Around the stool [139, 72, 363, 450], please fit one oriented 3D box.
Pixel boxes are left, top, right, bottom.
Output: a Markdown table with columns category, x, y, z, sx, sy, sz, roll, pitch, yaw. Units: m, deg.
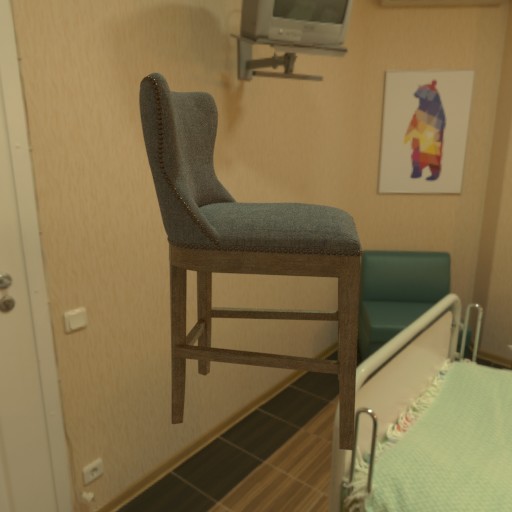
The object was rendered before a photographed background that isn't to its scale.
| category | x | y | z | sx | sy | sz | roll | pitch | yaw |
| --- | --- | --- | --- | --- | --- | --- | --- | --- | --- |
| stool | 0.000 | 0.000 | 1.335 | 0.608 | 0.981 | 0.498 | 2 | 14 | 9 |
